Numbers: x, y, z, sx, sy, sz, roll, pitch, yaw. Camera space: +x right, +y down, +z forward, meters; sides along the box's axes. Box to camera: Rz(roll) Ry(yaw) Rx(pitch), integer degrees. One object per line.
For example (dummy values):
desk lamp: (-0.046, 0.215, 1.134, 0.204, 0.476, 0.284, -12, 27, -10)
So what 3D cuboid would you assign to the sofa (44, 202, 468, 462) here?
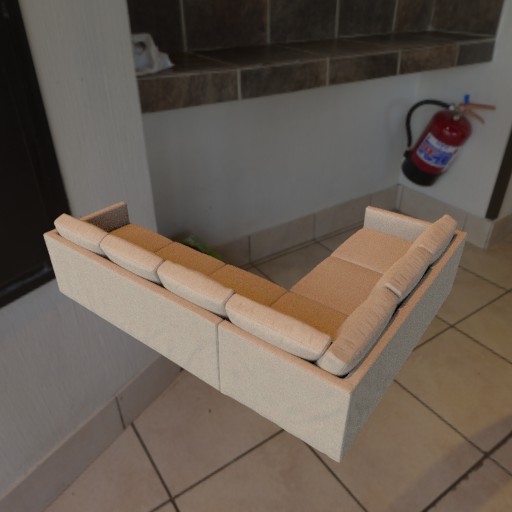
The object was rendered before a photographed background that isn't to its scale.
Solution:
sofa: (0.000, 0.000, 4.285, 3.182, 0.871, 2.432, 22, 38, 31)
